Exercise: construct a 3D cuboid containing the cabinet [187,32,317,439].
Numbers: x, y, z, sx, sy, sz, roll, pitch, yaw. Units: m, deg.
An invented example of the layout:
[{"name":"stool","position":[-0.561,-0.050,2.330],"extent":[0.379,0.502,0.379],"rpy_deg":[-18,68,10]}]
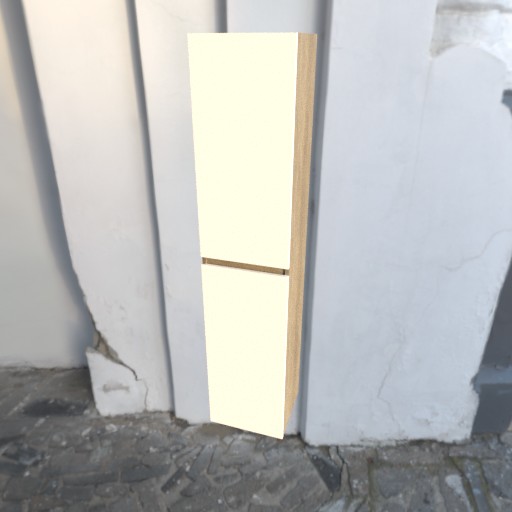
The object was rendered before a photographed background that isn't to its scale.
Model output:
[{"name":"cabinet","position":[0.000,0.000,1.561],"extent":[0.300,1.400,0.270],"rpy_deg":[8,27,16]}]
